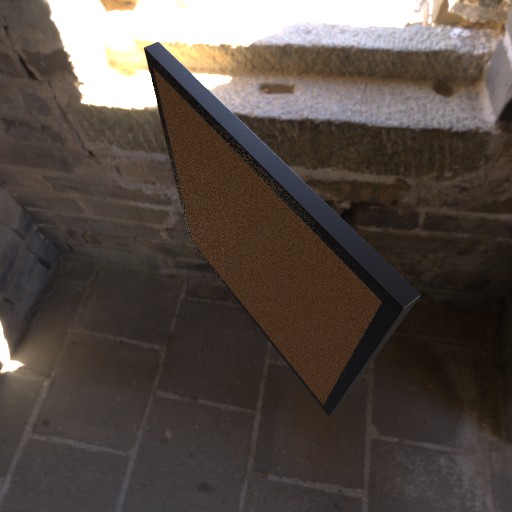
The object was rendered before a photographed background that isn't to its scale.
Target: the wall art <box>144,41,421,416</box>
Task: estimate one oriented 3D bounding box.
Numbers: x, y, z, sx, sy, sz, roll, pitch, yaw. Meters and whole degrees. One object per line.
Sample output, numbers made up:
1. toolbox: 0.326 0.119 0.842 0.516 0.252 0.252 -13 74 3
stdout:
1. wall art: 0.000 0.000 1.133 0.038 0.765 0.765 -33 64 -18
